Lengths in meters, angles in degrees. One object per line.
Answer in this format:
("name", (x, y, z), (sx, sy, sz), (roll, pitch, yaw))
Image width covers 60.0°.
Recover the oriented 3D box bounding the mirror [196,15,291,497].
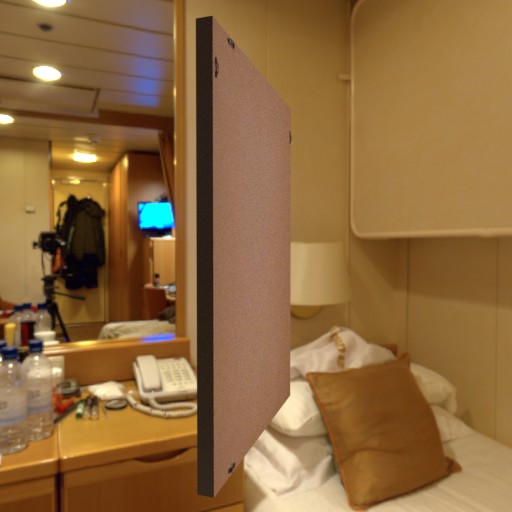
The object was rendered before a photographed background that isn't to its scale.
("mirror", (0.000, 0.000, 1.134), (0.040, 0.915, 0.609), (0, 2, 18))
